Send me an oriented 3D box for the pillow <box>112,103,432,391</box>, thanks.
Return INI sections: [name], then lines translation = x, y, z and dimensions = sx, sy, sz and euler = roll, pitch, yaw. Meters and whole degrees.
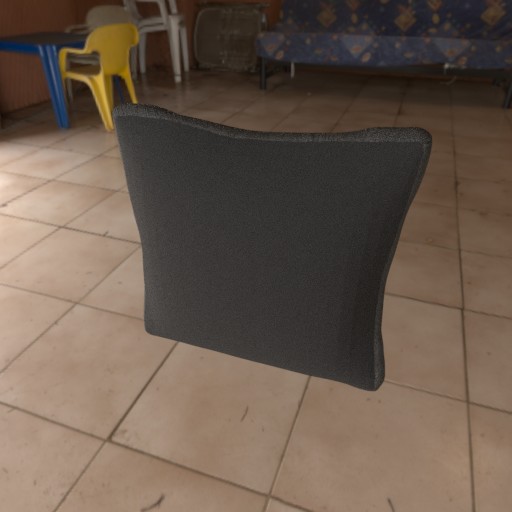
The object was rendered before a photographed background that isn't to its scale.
[pillow]
translation = 0.000, 0.000, 0.820
dimensions = 0.533, 0.523, 0.210
euler = 10, 34, 16
